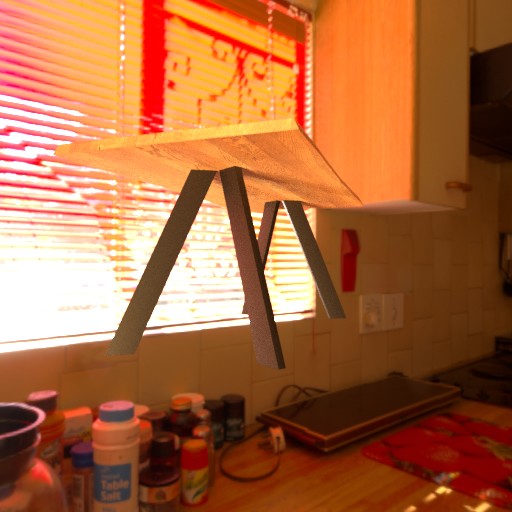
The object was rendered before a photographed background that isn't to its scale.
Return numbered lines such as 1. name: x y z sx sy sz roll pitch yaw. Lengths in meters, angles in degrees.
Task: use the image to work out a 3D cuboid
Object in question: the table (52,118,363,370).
1. table: 0.000 0.000 2.261 0.900 0.770 1.800 0 -1 19
